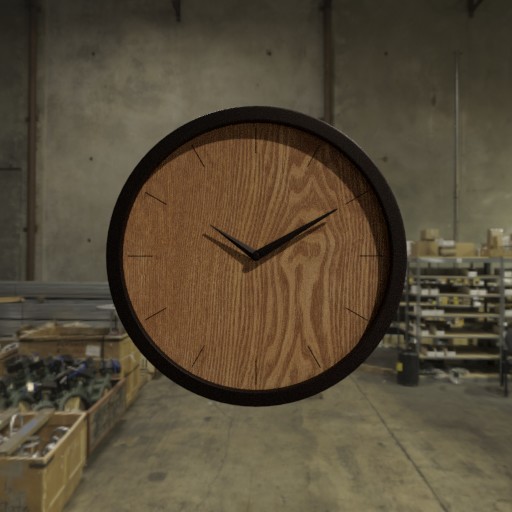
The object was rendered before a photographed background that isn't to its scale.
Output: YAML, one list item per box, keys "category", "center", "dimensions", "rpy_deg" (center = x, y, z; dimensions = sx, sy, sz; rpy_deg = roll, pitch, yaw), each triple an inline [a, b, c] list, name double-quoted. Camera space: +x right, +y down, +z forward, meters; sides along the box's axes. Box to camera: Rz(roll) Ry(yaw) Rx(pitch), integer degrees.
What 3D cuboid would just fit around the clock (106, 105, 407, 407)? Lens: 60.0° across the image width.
- category: "clock"
  center: [0.000, 0.000, 0.474]
  dimensions: [0.314, 0.314, 0.029]
  rpy_deg: [0, 0, 1]
